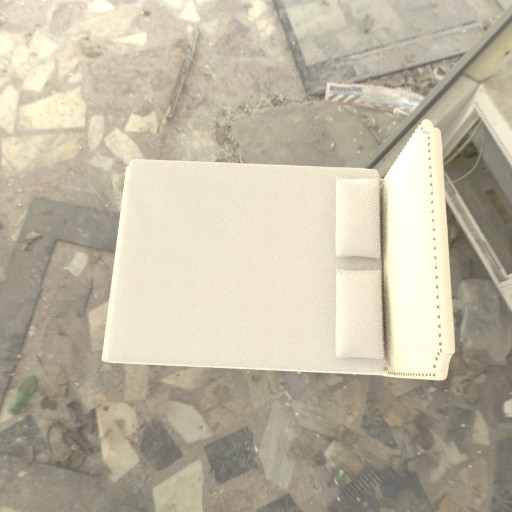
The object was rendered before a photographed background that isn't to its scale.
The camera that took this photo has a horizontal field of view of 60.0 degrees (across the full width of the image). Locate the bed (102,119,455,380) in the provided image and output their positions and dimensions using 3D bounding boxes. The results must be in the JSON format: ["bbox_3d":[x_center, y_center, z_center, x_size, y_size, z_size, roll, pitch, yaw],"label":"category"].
[{"bbox_3d":[0.000,0.000,3.401,2.372,1.497,1.712,2,76,1],"label":"bed"}]
